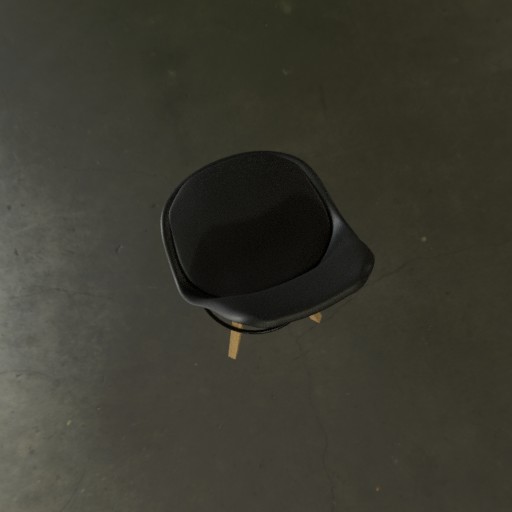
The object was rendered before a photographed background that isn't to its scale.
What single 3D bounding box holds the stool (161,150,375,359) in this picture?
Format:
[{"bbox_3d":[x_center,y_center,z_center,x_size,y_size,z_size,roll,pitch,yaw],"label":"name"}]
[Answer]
[{"bbox_3d":[0.000,0.000,1.369,0.485,1.115,0.550,-22,76,-6],"label":"stool"}]
